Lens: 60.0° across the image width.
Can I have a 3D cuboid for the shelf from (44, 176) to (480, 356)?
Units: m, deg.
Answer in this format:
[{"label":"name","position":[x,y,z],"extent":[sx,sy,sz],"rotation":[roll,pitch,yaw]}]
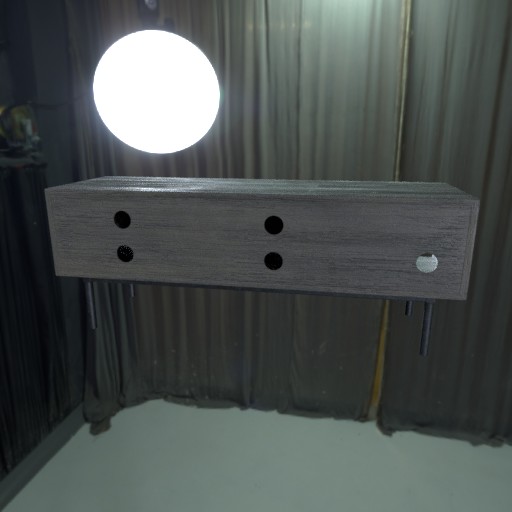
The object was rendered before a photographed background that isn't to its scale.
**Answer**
[{"label":"shelf","position":[0.000,0.000,1.560],"extent":[1.300,0.495,0.400],"rotation":[3,16,10]}]
